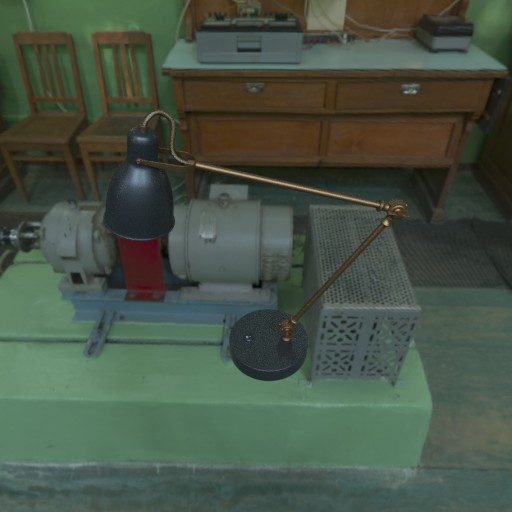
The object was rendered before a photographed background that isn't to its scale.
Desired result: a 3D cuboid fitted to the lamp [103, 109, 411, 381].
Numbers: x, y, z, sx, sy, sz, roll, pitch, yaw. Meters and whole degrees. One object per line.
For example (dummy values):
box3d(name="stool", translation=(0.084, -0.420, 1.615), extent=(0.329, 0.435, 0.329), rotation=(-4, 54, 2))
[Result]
box3d(name="lamp", translation=(0.000, 0.000, 0.887), extent=(0.561, 0.587, 0.187), rotation=(0, 40, 0))
